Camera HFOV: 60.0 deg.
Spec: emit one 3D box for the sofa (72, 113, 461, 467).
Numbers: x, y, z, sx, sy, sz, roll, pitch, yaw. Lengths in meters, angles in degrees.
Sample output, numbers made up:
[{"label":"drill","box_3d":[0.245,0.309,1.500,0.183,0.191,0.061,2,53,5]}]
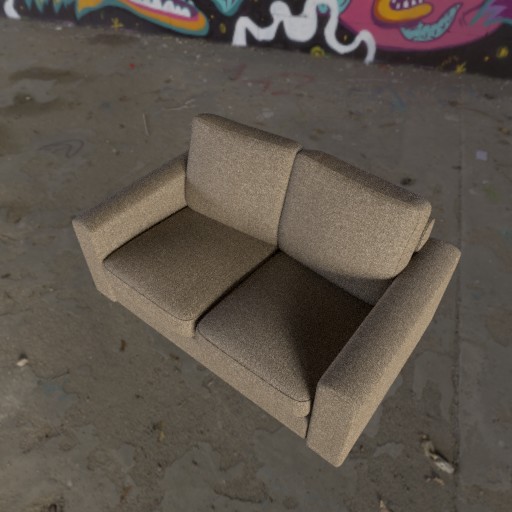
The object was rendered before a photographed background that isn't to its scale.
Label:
[{"label":"sofa","box_3d":[0.000,0.000,2.185,1.616,0.873,1.016,29,52,26]}]
